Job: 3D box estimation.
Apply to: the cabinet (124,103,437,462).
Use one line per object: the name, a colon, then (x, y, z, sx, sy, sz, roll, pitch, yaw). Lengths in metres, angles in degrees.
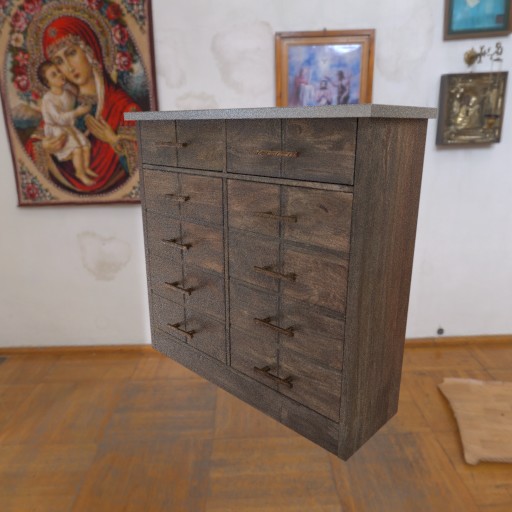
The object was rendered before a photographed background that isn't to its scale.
cabinet: (0.000, 0.000, 1.472, 0.968, 0.919, 0.338, 15, 22, 42)
